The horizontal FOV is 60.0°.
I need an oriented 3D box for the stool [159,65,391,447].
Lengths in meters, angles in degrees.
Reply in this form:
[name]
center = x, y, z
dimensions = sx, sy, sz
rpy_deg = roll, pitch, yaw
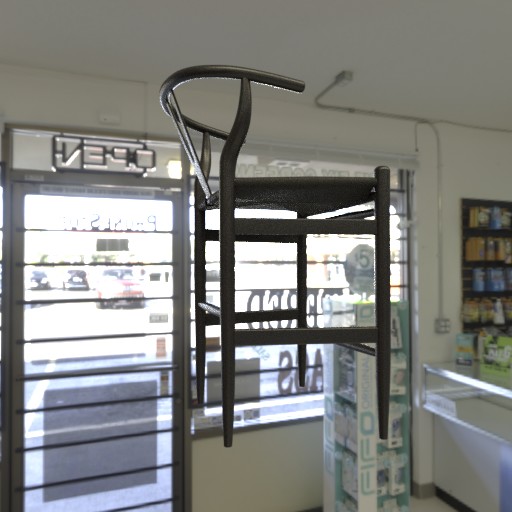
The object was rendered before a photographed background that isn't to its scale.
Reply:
[stool]
center = 0.000, 0.000, 1.347
dimensions = 0.579, 0.970, 0.569
rpy_deg = 0, -1, -18
